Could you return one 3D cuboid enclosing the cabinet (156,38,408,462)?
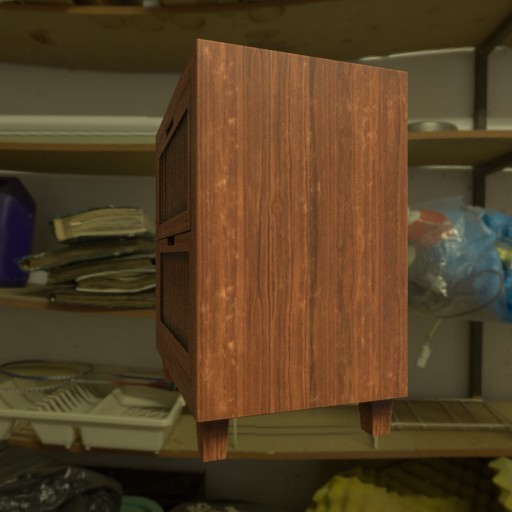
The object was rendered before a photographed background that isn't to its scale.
[{"bbox_3d":[0.000,0.000,1.058,0.410,0.695,0.607,0,0,-19],"label":"cabinet"}]
